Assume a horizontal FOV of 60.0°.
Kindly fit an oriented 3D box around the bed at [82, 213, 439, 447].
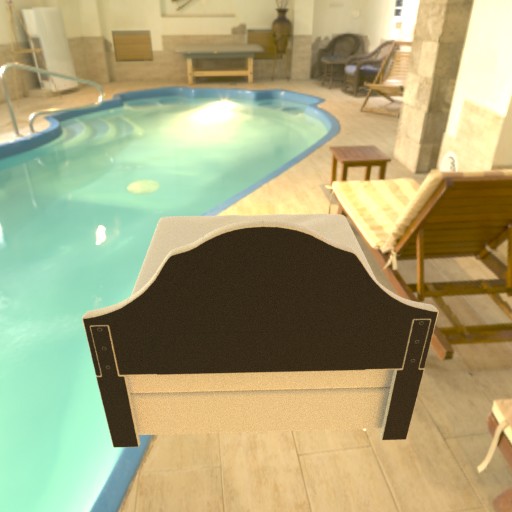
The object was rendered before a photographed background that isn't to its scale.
[{"bbox_3d":[0.000,0.000,3.505,2.008,1.615,2.214,-1,30,-2],"label":"bed"}]
